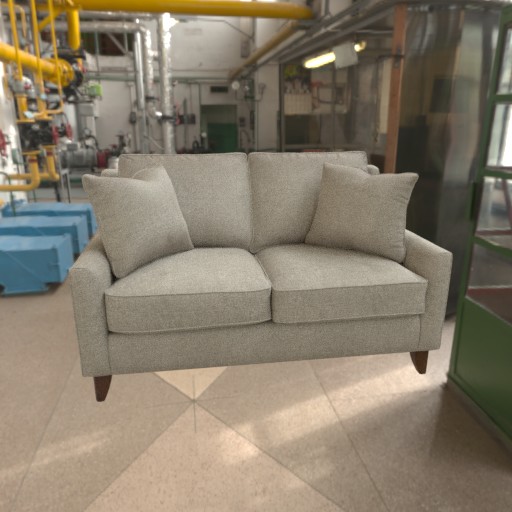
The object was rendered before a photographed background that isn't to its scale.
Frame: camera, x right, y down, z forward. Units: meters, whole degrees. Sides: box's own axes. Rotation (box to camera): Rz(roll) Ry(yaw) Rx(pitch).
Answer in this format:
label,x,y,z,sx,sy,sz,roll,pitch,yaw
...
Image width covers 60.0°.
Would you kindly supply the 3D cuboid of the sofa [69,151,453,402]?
label,x,y,z,sx,sy,sz,roll,pitch,yaw
sofa,0.000,0.000,1.984,1.422,0.863,0.915,-3,18,-8
